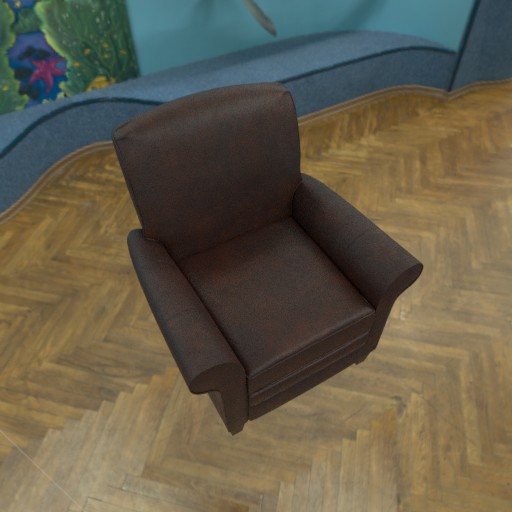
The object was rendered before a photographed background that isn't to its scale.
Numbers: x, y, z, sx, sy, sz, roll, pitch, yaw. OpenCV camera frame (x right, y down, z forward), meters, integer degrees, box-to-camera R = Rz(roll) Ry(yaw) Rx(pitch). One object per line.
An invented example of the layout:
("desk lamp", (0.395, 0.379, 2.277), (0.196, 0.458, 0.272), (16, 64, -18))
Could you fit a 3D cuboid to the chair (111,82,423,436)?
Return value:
("chair", (0.000, 0.000, 1.828), (0.978, 1.061, 0.902), (-23, 51, -20))
